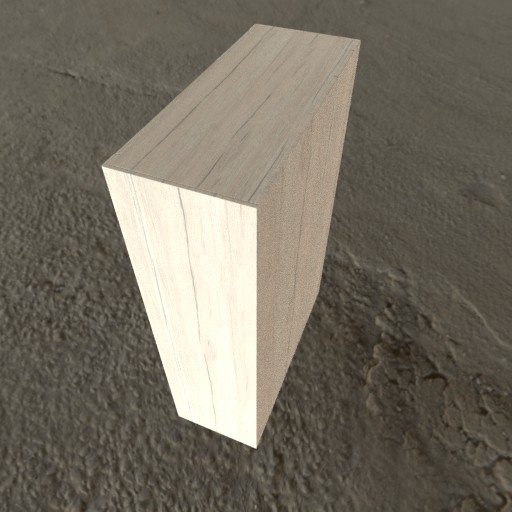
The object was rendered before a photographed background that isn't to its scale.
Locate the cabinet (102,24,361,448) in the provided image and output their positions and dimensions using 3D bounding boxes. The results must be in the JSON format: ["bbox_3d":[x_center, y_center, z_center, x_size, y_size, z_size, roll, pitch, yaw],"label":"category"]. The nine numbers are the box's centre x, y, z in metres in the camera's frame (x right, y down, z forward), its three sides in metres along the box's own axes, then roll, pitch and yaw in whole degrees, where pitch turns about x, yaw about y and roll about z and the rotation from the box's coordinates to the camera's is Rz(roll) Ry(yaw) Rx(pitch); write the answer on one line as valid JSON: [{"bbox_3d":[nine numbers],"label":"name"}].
[{"bbox_3d":[0.000,0.000,2.645,0.580,2.070,1.400,17,49,15],"label":"cabinet"}]
